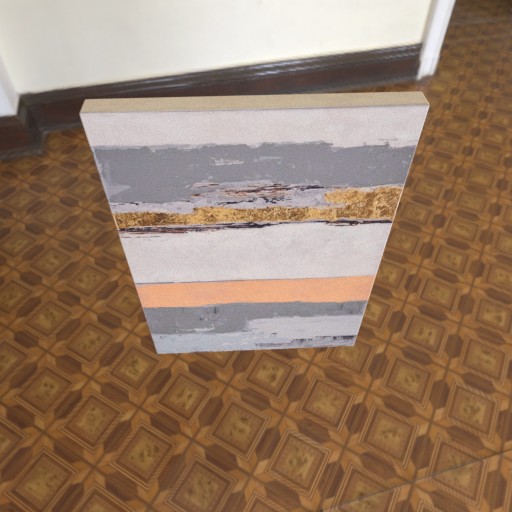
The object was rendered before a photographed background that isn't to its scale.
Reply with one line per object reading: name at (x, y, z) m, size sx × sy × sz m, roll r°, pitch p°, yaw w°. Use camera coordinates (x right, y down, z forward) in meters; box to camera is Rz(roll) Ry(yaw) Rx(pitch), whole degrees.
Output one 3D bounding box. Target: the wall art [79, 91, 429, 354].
wall art at (0.000, 0.000, 0.812) m, size 0.456 × 0.609 × 0.038 m, roll -2°, pitch 48°, yaw -2°
